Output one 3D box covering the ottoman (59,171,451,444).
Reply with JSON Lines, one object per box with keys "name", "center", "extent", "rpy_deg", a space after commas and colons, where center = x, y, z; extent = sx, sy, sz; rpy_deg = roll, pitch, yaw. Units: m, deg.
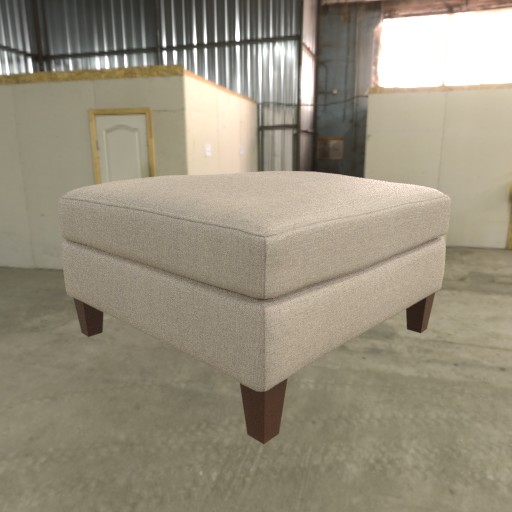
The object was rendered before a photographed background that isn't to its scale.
{"name": "ottoman", "center": [0.000, 0.000, 1.327], "extent": [0.838, 0.481, 0.838], "rpy_deg": [13, 19, 42]}
